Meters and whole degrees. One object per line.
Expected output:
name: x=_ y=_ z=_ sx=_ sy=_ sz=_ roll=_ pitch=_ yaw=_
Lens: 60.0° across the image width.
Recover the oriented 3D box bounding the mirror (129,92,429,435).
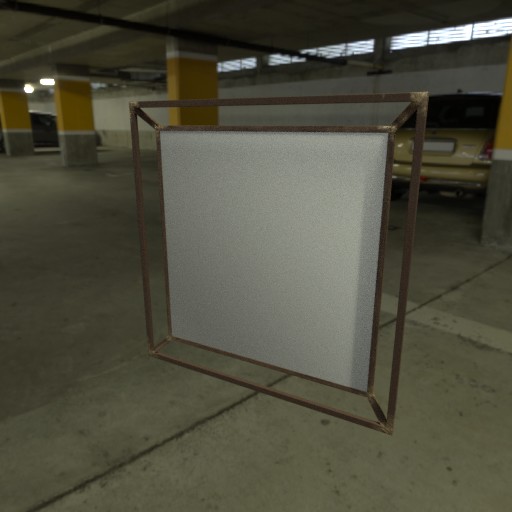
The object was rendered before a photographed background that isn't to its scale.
mirror: x=0.000 y=0.000 z=0.908 sx=0.610 sy=0.610 sz=0.032 roll=9 pitch=19 yaw=28
